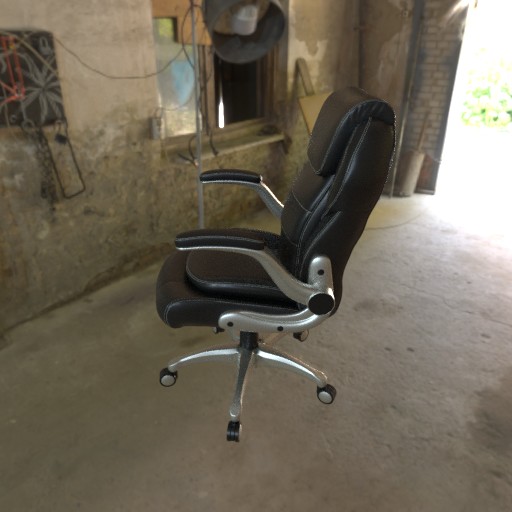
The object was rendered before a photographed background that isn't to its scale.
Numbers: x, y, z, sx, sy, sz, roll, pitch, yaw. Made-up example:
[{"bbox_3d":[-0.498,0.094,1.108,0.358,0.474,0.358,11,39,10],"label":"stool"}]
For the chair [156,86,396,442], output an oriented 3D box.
[{"bbox_3d":[0.000,0.000,1.633,0.801,1.141,0.724,0,26,0],"label":"chair"}]
